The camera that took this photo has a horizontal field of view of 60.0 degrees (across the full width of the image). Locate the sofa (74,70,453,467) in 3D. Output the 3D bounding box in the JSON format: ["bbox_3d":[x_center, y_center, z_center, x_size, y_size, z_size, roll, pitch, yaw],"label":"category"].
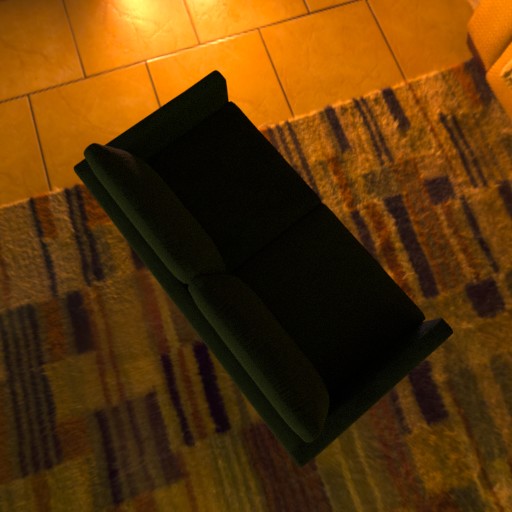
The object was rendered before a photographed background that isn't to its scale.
[{"bbox_3d":[0.000,0.000,2.158,0.875,0.817,1.676,-38,78,-9],"label":"sofa"}]
